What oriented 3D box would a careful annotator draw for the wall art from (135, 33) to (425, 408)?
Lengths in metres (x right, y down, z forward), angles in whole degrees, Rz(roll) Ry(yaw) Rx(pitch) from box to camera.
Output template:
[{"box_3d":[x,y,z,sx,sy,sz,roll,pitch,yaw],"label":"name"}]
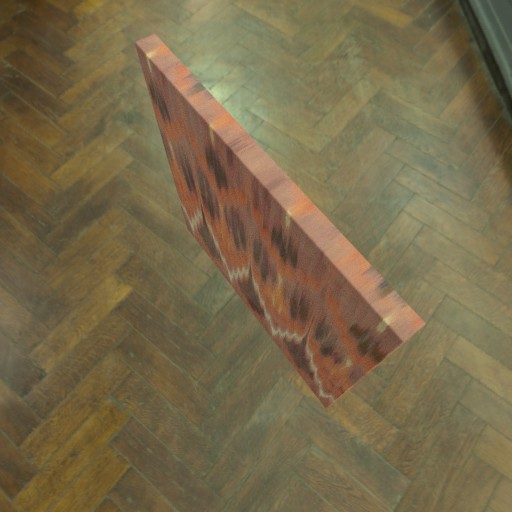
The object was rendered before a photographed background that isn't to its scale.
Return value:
[{"box_3d":[0.000,0.000,0.879,0.037,0.609,0.603,-34,69,-15],"label":"wall art"}]
